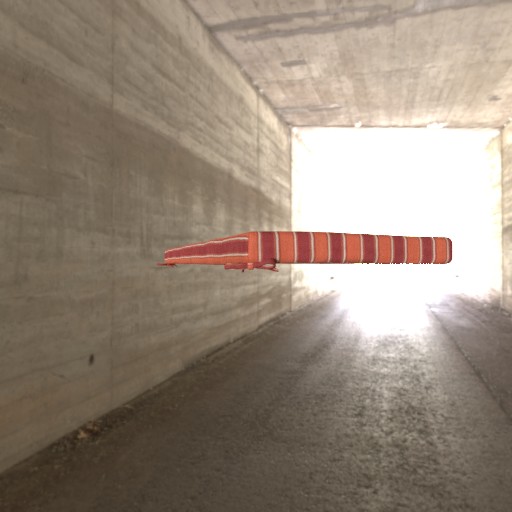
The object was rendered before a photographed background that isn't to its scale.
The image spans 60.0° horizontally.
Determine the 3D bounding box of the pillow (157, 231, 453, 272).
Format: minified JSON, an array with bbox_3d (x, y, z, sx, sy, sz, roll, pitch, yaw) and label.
[{"bbox_3d":[0.000,0.000,1.381,0.492,0.081,1.187,0,-1,-19],"label":"pillow"}]
